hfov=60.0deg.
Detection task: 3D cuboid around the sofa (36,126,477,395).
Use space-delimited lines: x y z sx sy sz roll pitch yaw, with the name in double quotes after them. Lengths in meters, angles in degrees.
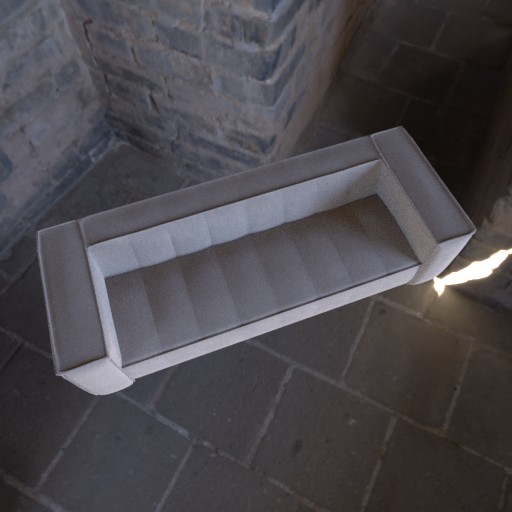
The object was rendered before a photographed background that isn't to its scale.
0.000 0.000 3.106 2.697 0.680 1.038 -18 63 -9 "sofa"
